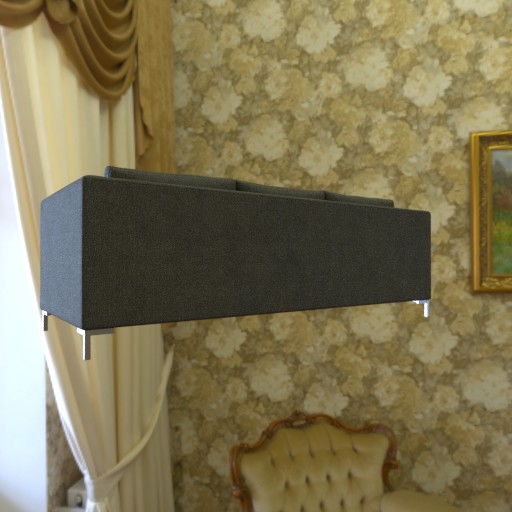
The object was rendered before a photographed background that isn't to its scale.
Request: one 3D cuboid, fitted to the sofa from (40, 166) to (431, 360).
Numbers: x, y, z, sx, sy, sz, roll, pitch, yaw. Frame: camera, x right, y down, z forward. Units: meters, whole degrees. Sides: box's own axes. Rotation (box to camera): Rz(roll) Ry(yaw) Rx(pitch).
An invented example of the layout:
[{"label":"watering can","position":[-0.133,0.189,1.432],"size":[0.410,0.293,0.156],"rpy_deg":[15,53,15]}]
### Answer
[{"label":"sofa","position":[0.000,0.000,2.885],"size":[2.415,0.867,0.969],"rpy_deg":[0,-1,-35]}]
